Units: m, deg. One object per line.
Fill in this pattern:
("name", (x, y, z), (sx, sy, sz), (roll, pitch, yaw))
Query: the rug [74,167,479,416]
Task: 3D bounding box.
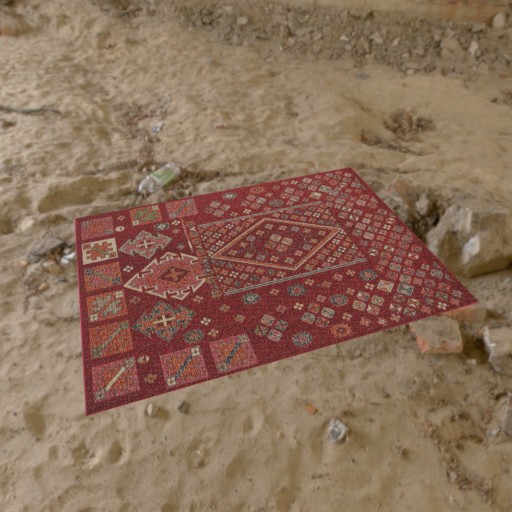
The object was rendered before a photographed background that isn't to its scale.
("rug", (0.000, 0.000, 4.310), (3.306, 0.011, 2.389), (-13, 44, -14))
